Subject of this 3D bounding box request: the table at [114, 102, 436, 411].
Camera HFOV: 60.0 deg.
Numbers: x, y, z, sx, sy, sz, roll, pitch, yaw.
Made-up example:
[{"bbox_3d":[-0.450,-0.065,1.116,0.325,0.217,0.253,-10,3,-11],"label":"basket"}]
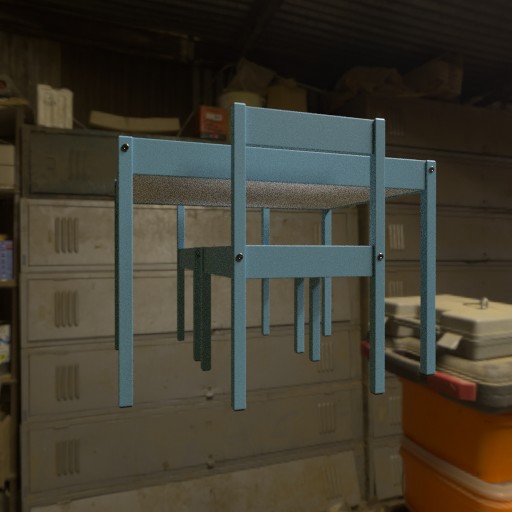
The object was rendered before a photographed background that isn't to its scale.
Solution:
[{"bbox_3d":[0.000,0.000,1.062,0.639,0.503,0.633,0,0,-18],"label":"table"}]
